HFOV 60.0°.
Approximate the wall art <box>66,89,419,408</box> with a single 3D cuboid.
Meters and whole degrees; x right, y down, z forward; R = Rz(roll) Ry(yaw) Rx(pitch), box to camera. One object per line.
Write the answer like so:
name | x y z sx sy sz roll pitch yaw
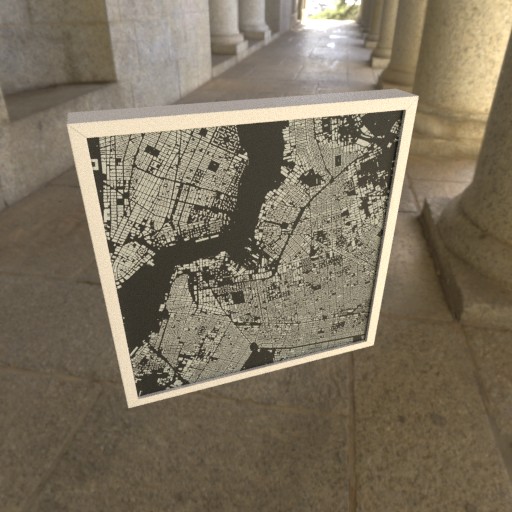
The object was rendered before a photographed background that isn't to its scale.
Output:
wall art | 0.000 0.000 0.459 0.305 0.305 0.037 -10 32 -16
